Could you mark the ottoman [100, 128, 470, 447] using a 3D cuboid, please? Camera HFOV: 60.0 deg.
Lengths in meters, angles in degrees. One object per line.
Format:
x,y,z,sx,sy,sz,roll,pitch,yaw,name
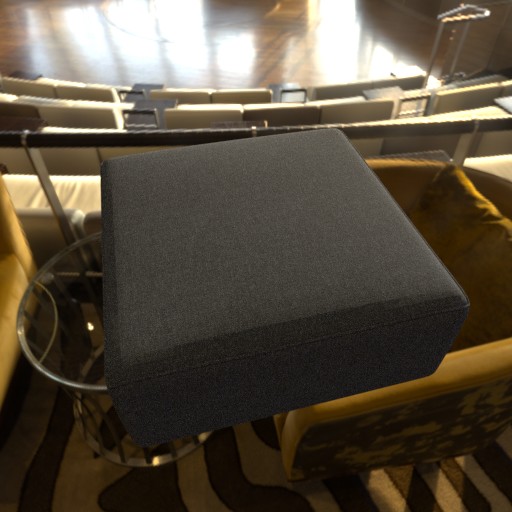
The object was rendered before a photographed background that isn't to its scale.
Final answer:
0.000,0.000,1.561,1.000,0.439,1.000,-10,47,-10,ottoman
